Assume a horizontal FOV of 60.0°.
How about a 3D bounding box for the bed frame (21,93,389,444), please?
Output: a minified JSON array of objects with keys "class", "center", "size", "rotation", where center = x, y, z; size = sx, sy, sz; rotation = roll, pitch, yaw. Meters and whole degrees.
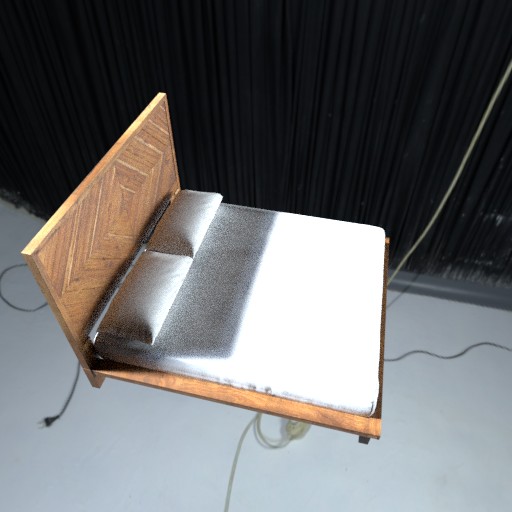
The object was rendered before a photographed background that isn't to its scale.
[{"class":"bed frame","center":[0.000,0.000,3.552],"size":[2.235,1.537,2.038],"rotation":[10,46,9]}]
